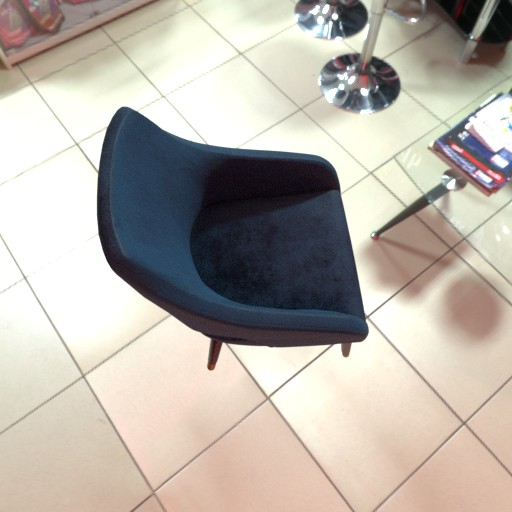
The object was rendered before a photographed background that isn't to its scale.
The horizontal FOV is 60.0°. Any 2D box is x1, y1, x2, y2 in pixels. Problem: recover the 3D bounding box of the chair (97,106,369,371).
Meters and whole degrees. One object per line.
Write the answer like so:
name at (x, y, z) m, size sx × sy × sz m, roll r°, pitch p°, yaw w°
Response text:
chair at (0.000, 0.000, 1.593) m, size 0.794 × 1.081 × 0.683 m, roll -4°, pitch 65°, yaw -2°
